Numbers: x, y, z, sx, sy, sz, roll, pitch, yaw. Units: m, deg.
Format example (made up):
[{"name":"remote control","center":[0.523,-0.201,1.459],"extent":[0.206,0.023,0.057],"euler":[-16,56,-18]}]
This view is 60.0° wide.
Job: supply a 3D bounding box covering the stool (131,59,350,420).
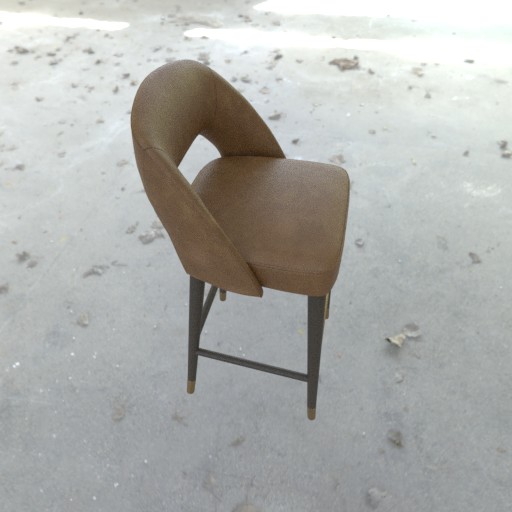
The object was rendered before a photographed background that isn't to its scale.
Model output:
[{"name":"stool","center":[0.000,0.000,1.318],"extent":[0.509,1.037,0.494],"euler":[9,47,9]}]
